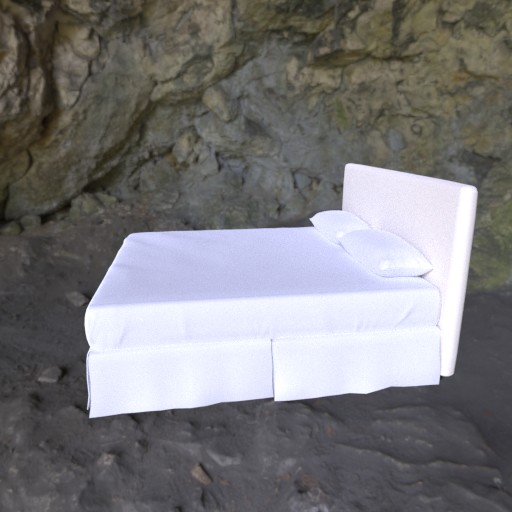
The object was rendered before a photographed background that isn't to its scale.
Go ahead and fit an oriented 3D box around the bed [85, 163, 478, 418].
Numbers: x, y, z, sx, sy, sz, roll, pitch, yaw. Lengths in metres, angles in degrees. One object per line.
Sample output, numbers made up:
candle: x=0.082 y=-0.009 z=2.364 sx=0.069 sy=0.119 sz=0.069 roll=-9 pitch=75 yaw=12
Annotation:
bed: x=0.000 y=0.000 z=3.537 sx=2.341 sy=1.317 sz=2.119 roll=-2 pitch=16 yaw=-8
